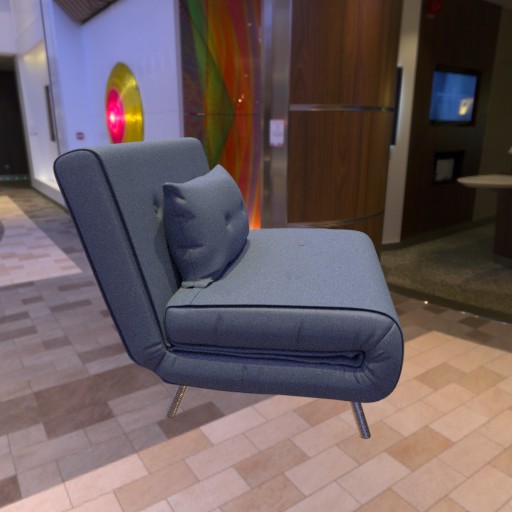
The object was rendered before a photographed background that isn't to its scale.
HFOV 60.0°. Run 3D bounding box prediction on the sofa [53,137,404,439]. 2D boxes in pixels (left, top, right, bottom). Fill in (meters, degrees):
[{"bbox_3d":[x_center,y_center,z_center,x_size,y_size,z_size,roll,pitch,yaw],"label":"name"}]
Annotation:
[{"bbox_3d":[0.000,0.000,1.716,0.996,0.860,0.999,3,17,9],"label":"sofa"}]
